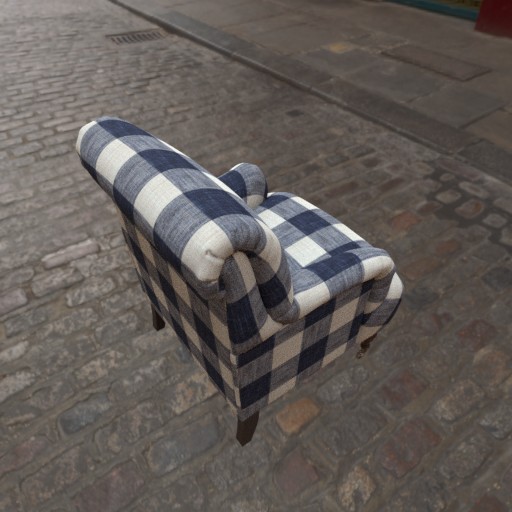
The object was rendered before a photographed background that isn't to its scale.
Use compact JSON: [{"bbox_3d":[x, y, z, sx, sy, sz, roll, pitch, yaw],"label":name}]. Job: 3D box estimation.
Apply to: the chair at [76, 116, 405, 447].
[{"bbox_3d":[0.000,0.000,1.572,0.848,0.953,0.781,-26,47,-27],"label":"chair"}]
